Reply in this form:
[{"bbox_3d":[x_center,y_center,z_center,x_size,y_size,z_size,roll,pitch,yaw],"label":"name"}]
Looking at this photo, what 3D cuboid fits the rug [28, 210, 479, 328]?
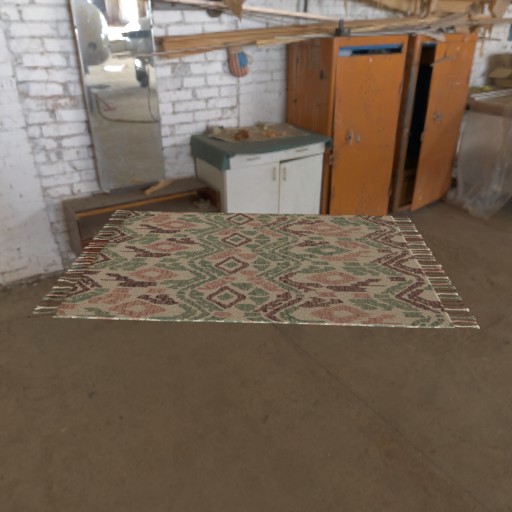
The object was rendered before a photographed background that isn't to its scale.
[{"bbox_3d":[0.000,0.000,3.021,2.438,0.011,1.524,1,28,2],"label":"rug"}]
